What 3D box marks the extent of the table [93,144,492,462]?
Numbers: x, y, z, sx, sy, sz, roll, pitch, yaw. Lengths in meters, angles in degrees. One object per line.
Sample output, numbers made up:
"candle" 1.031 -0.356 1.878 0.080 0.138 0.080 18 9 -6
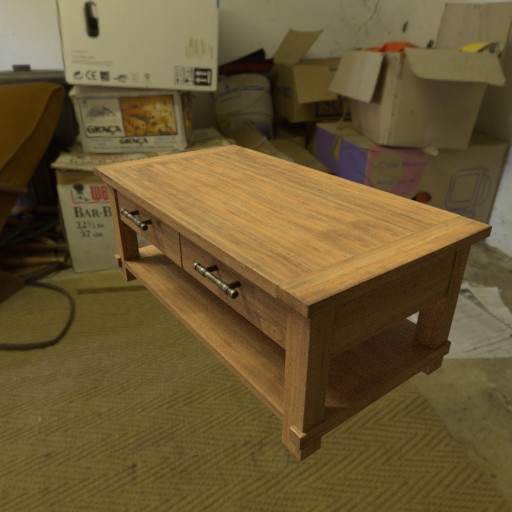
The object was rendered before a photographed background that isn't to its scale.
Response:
"table" 0.000 0.000 1.599 0.693 0.494 1.270 -18 32 -32
